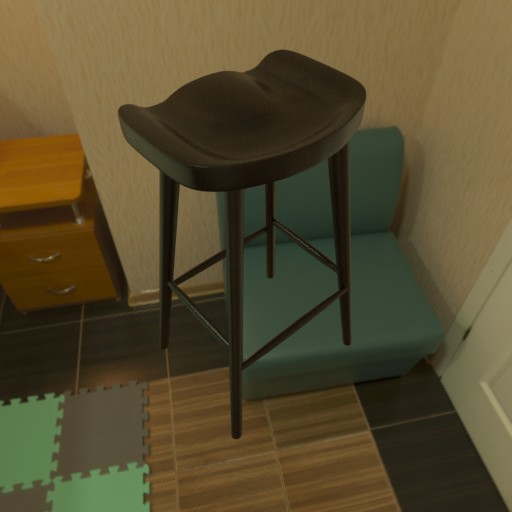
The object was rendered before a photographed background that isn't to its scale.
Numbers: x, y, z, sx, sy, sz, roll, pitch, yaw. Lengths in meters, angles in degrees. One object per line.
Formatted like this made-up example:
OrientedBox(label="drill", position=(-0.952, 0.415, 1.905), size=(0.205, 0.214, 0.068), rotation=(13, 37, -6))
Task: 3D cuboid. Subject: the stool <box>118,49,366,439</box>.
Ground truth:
OrientedBox(label="stool", position=(0.000, 0.000, 1.017), size=(0.440, 0.749, 0.361), rotation=(-32, 54, -26))
